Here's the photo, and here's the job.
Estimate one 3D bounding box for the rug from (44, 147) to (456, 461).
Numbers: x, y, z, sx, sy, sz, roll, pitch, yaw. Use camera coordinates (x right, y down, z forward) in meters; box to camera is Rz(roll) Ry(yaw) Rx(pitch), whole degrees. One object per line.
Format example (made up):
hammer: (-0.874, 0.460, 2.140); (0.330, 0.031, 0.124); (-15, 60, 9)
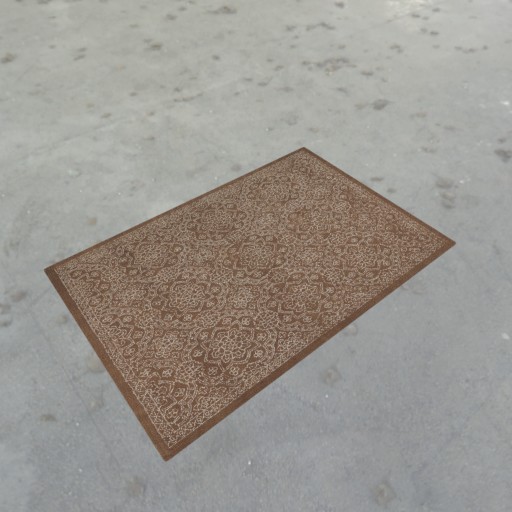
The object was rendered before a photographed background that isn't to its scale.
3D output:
rug: (0.000, 0.000, 2.346); (1.829, 0.010, 1.219); (-30, 53, -26)
